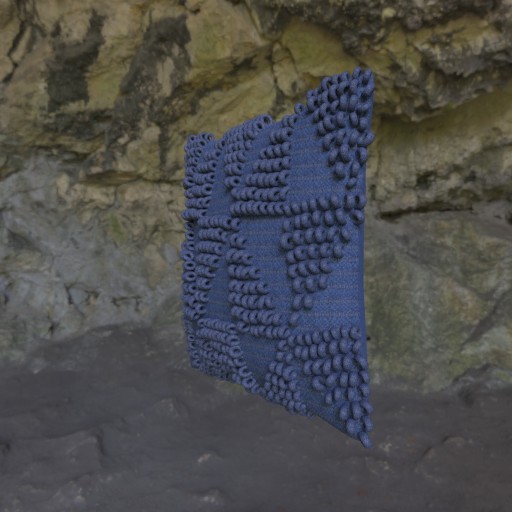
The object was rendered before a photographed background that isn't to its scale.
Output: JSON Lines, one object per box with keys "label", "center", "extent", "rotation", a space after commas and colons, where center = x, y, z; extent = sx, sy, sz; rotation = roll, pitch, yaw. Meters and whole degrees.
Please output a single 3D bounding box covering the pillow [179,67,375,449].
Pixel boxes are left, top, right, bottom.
{"label": "pillow", "center": [0.000, 0.000, 0.714], "extent": [0.172, 0.466, 0.469], "rotation": [-1, 1, -36]}
